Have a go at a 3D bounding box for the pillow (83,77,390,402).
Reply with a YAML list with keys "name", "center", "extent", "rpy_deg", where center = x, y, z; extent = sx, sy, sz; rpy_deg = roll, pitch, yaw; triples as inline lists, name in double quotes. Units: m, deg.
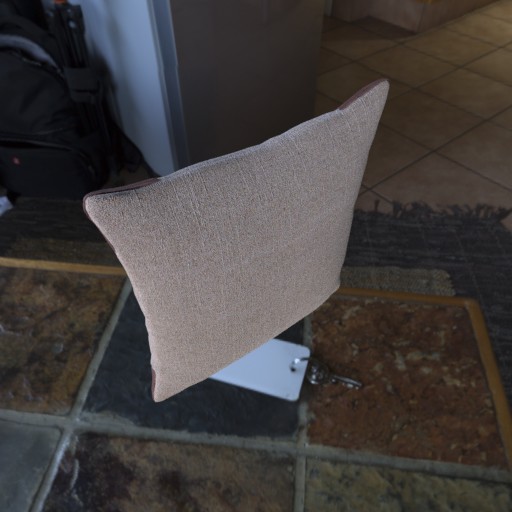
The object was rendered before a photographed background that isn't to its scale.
- name: "pillow"
  center: [0.000, 0.000, 0.680]
  extent: [0.437, 0.448, 0.147]
  rpy_deg: [-29, 54, -24]
